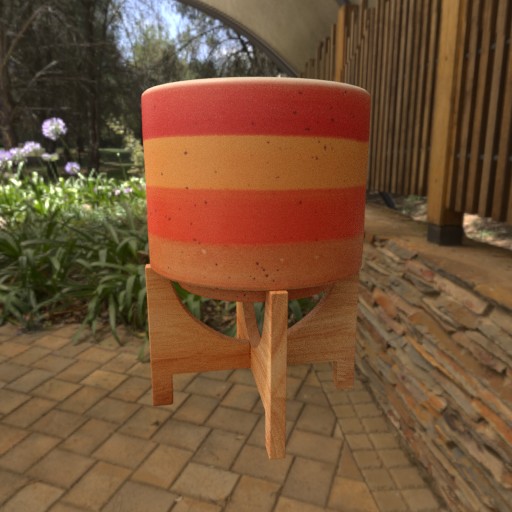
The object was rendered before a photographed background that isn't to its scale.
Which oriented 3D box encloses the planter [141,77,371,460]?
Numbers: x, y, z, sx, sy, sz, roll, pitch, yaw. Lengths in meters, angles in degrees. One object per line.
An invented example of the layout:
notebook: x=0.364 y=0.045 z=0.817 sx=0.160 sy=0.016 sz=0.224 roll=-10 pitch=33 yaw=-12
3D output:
planter: x=0.000 y=0.000 z=0.553 sx=0.269 sy=0.379 sz=0.269 roll=0 pitch=12 yaw=0
